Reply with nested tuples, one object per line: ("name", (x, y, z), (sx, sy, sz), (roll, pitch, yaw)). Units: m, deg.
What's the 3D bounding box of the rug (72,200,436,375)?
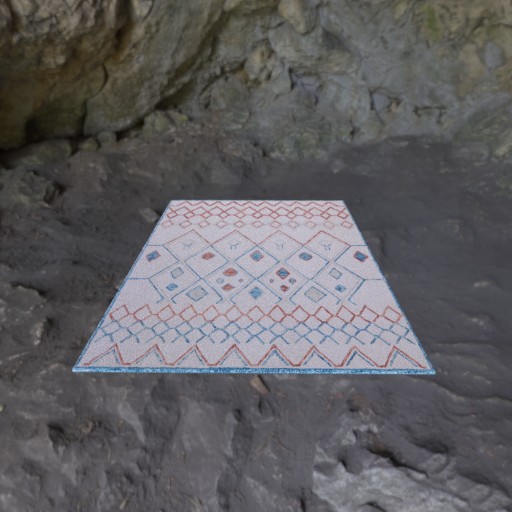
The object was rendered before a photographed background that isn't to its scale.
("rug", (0.000, 0.000, 2.308), (1.219, 0.016, 1.829), (0, 25, 0))
